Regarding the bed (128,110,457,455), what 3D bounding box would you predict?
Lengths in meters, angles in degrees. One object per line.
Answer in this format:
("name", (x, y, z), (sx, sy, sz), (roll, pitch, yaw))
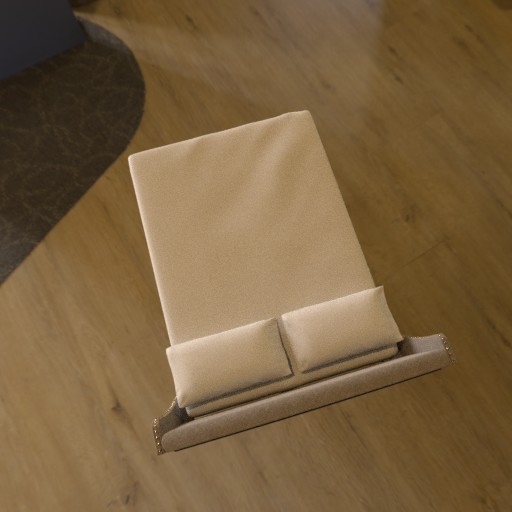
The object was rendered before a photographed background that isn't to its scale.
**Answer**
("bed", (0.000, 0.000, 3.283), (1.710, 1.407, 2.237), (-16, 74, -4))
